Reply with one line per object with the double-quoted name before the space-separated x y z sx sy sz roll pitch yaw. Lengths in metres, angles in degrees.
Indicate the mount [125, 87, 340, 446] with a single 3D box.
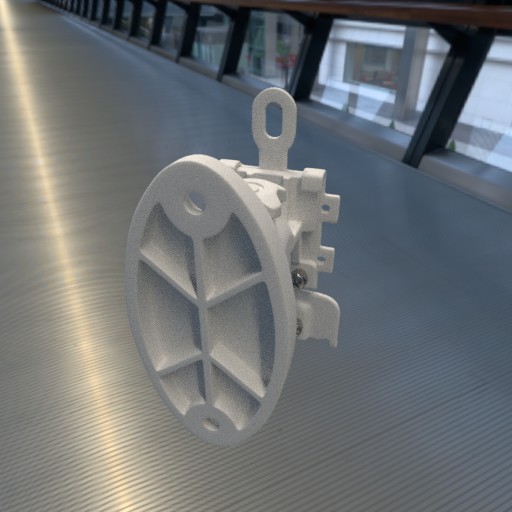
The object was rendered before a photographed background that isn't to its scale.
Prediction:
"mount" 0.000 0.000 0.174 0.066 0.118 0.100 9 31 15
